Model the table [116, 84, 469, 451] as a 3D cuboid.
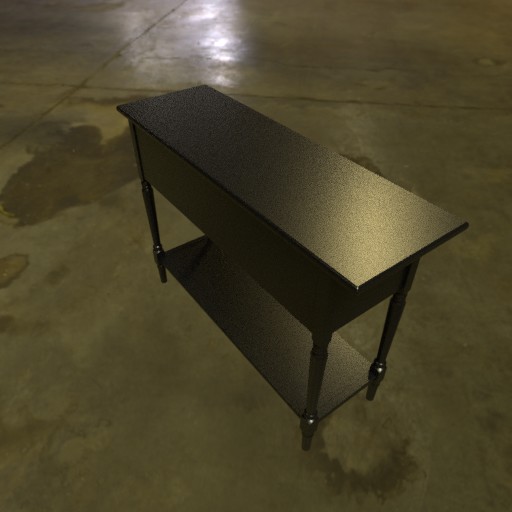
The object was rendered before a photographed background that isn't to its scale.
[{"bbox_3d":[0.000,0.000,1.593,0.386,0.819,1.191,-26,46,-27],"label":"table"}]
